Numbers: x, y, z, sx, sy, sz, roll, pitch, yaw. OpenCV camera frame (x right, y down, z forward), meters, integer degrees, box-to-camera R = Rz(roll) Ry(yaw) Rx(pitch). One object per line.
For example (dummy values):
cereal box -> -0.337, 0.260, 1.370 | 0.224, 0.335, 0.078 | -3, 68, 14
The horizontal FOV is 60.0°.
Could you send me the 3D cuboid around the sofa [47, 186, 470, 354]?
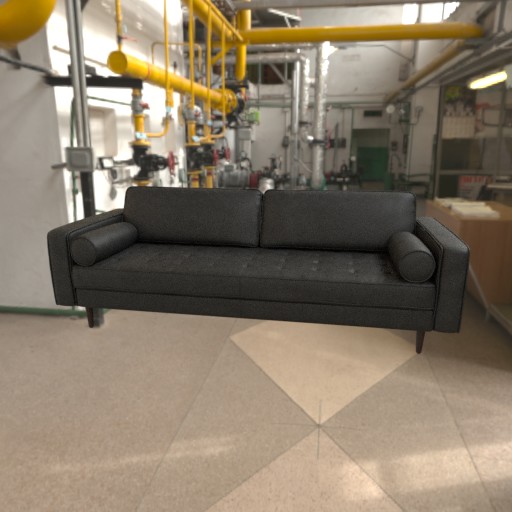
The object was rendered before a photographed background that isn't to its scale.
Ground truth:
sofa -> 0.000, 0.000, 2.679 | 2.210, 0.762, 0.914 | 3, 15, 10
